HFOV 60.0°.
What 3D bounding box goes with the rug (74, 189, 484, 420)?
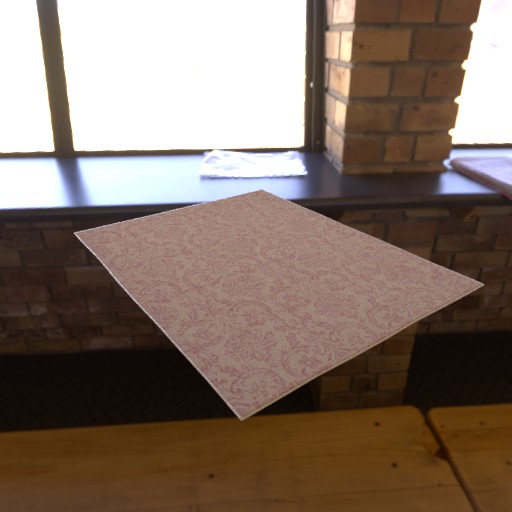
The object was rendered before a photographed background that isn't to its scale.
[{"bbox_3d":[0.000,0.000,4.005,2.363,0.012,2.980,-18,32,-32],"label":"rug"}]
